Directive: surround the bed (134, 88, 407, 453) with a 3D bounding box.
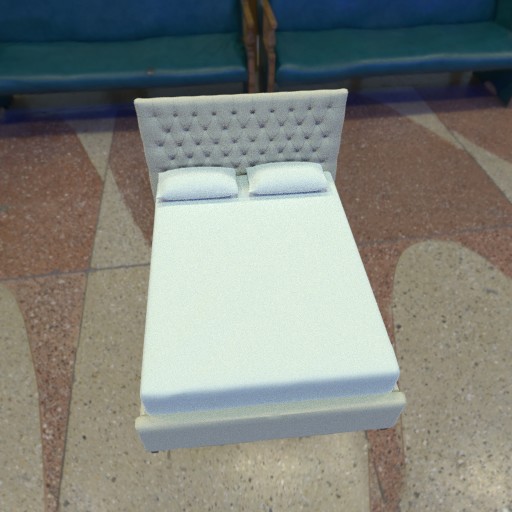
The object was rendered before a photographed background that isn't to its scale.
[{"bbox_3d":[0.000,0.000,3.262,1.696,1.426,2.233,-4,47,-4],"label":"bed"}]
